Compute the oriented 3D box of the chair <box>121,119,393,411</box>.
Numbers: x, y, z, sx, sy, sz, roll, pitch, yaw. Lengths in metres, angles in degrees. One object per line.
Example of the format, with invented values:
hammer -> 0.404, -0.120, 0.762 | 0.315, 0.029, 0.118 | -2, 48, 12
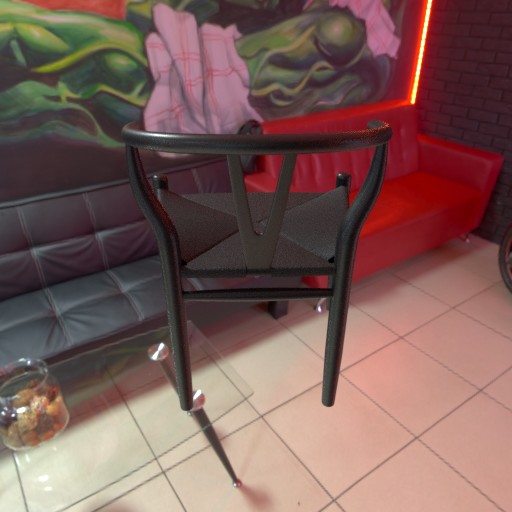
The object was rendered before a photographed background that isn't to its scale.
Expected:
chair -> 0.000, 0.000, 1.084 | 0.569, 0.730, 0.579 | -1, 30, -2
